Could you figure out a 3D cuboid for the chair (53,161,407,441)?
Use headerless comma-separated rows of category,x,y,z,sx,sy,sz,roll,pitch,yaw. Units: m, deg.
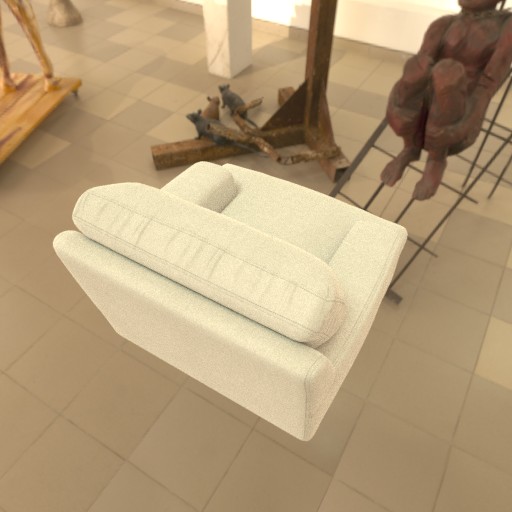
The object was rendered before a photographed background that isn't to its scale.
chair,0.000,0.000,1.978,1.140,0.930,1.158,24,52,20
